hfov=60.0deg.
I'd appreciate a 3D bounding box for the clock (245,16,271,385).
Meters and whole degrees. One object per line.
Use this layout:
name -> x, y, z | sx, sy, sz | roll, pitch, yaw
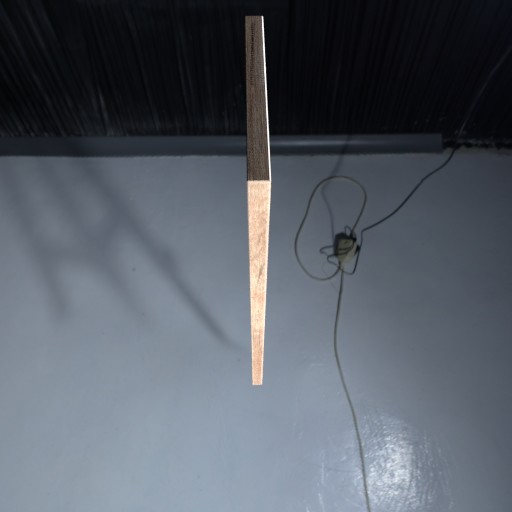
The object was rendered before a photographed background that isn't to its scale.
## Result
clock -> 0.000, 0.000, 1.064 | 0.030, 0.965, 0.361 | -1, 59, -1
